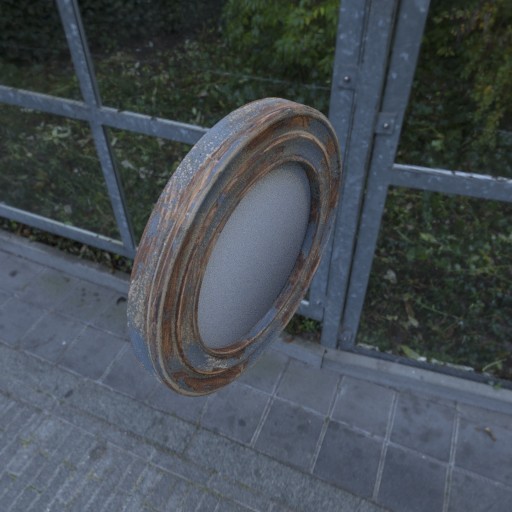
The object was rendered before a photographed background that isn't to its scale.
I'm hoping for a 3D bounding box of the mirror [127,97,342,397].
[{"bbox_3d":[0.000,0.000,0.868,0.061,0.585,0.585,26,48,27],"label":"mirror"}]
